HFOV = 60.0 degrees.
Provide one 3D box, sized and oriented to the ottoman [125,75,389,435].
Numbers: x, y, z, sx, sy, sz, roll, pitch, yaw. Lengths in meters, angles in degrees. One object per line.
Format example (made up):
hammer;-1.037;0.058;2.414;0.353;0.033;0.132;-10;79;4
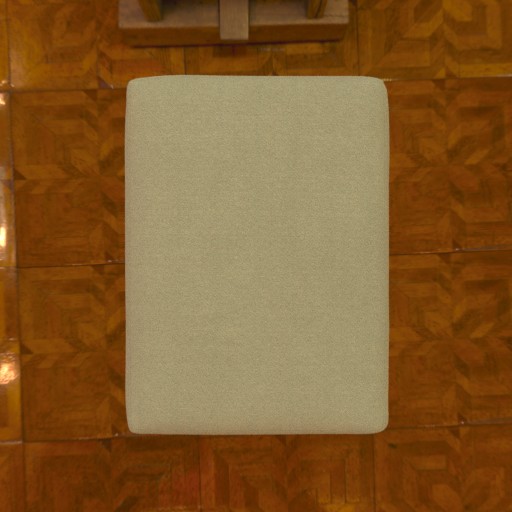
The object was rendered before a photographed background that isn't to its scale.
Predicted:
ottoman;0.000;0.000;1.126;0.569;0.499;0.773;0;90;-1
